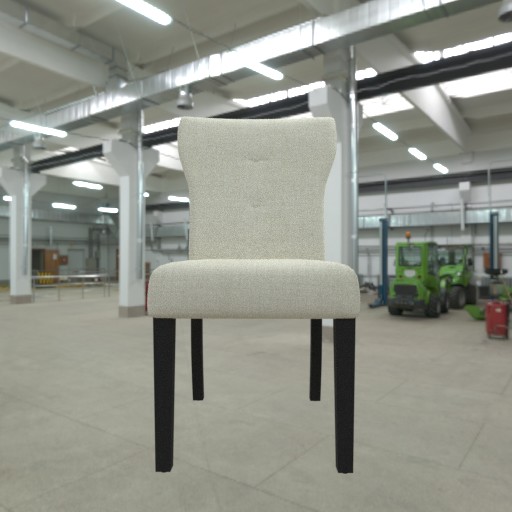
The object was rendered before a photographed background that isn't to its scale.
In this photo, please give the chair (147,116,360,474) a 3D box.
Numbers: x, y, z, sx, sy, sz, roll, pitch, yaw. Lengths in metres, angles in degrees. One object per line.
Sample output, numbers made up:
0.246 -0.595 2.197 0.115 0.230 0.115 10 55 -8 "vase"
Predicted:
0.000 0.000 1.209 0.509 0.921 0.597 0 0 1 "chair"
